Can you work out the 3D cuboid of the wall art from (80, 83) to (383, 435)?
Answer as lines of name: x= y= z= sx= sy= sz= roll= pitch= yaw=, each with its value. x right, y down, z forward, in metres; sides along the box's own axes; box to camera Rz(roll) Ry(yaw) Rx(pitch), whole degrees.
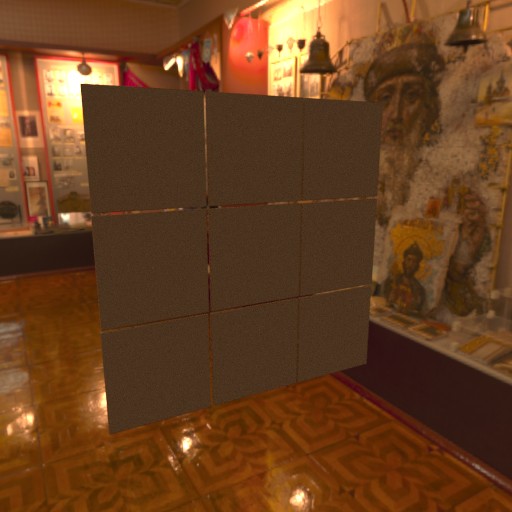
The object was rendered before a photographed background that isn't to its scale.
wall art: x=0.000 y=0.000 z=1.332 sx=0.919 sy=0.917 sz=0.010 roll=-7 pitch=15 yaw=-27
